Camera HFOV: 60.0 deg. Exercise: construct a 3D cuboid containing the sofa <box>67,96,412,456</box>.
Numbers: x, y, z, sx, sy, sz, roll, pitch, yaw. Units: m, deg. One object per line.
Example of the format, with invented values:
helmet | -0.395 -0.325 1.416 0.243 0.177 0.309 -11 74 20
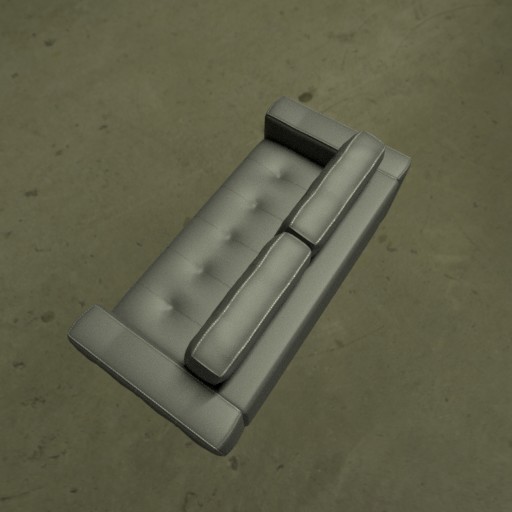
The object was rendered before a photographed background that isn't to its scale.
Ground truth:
sofa | 0.000 0.000 2.247 0.833 0.892 1.726 32 68 15
